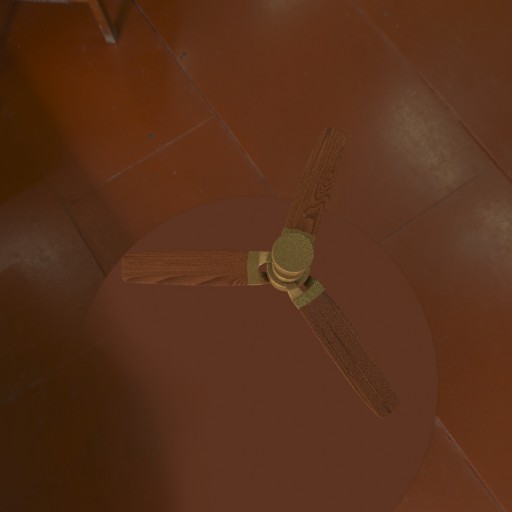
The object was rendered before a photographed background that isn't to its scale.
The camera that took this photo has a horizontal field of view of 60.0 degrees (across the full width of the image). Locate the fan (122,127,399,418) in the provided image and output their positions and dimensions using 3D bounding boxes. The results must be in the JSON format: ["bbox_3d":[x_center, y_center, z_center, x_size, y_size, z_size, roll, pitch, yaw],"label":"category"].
[{"bbox_3d":[0.000,0.000,2.028,1.271,0.425,1.416,0,76,0],"label":"fan"}]
